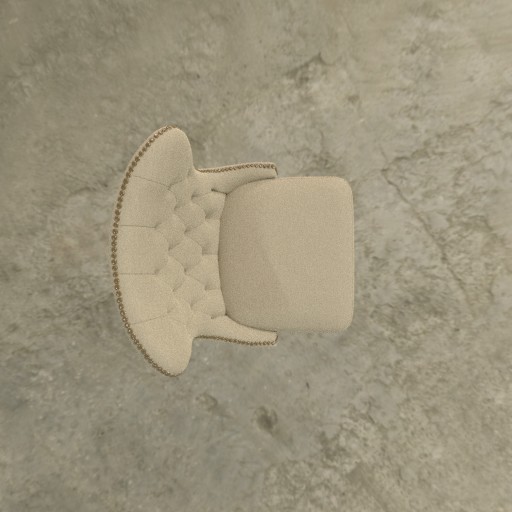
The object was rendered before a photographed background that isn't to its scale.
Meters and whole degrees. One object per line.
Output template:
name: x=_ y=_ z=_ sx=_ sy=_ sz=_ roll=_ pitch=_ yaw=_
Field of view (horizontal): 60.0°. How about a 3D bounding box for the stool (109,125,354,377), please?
stool: x=0.000 y=0.000 z=1.405 sx=0.605 sy=1.066 sz=0.528 roll=0 pitch=89 yaw=-1
